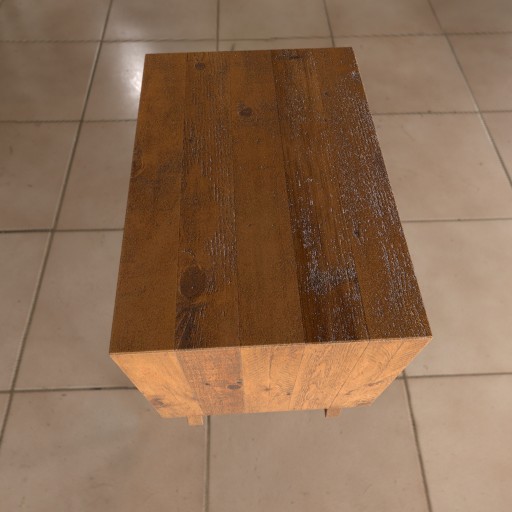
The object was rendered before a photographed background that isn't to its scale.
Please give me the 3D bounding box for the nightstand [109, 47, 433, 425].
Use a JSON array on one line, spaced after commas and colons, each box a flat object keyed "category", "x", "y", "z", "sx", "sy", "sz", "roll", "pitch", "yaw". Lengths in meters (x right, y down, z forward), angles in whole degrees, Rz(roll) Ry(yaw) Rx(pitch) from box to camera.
[{"category": "nightstand", "x": 0.000, "y": 0.000, "z": 1.018, "sx": 0.450, "sy": 0.599, "sz": 0.650, "roll": -3, "pitch": 59, "yaw": -2}]
